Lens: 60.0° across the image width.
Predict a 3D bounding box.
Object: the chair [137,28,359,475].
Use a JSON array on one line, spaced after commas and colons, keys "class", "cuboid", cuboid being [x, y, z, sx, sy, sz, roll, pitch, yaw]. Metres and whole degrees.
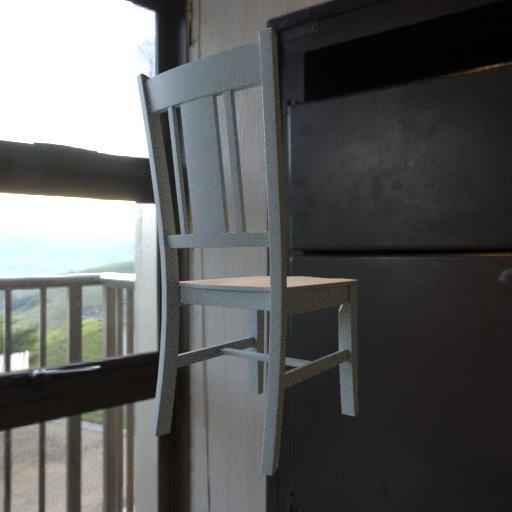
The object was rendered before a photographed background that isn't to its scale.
[{"class": "chair", "cuboid": [0.000, 0.000, 1.302, 0.450, 0.998, 0.555, 0, 0, 36]}]
